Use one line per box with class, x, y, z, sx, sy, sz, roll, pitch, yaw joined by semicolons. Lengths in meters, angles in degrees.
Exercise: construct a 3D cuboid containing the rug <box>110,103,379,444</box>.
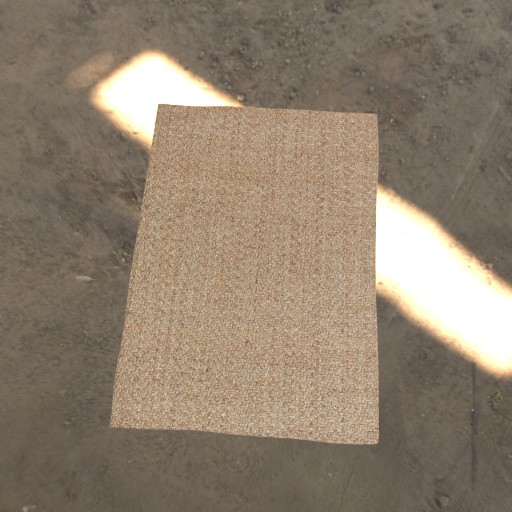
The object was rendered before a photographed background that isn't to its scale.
rug;0.000;0.000;2.801;1.566;0.013;2.141;3;75;1
